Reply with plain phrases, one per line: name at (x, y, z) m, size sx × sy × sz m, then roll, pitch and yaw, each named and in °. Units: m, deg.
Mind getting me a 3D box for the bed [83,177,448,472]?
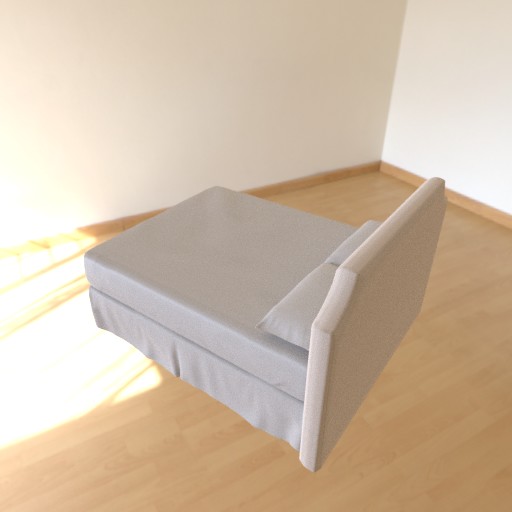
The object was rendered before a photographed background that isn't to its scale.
bed at (0.000, 0.000, 3.351) m, size 2.164 × 1.297 × 1.828 m, roll 21°, pitch 38°, yaw 30°
